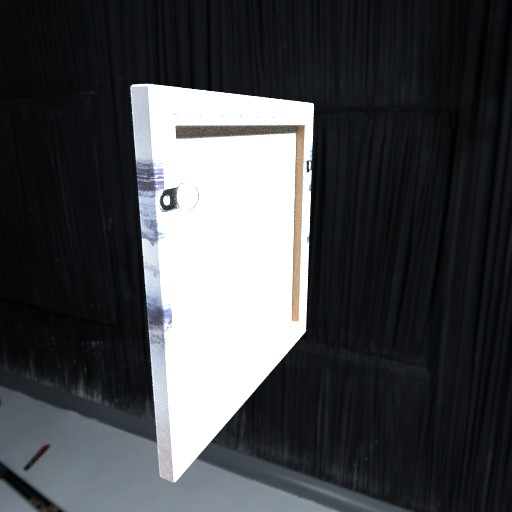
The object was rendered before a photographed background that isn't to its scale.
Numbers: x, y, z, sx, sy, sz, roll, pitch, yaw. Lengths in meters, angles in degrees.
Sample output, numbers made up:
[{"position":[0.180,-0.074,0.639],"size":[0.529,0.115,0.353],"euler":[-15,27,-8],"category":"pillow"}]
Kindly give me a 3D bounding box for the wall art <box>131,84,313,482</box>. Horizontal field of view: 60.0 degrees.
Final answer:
[{"position":[0.000,0.000,1.104],"size":[0.065,0.747,0.755],"euler":[8,18,25],"category":"wall art"}]
